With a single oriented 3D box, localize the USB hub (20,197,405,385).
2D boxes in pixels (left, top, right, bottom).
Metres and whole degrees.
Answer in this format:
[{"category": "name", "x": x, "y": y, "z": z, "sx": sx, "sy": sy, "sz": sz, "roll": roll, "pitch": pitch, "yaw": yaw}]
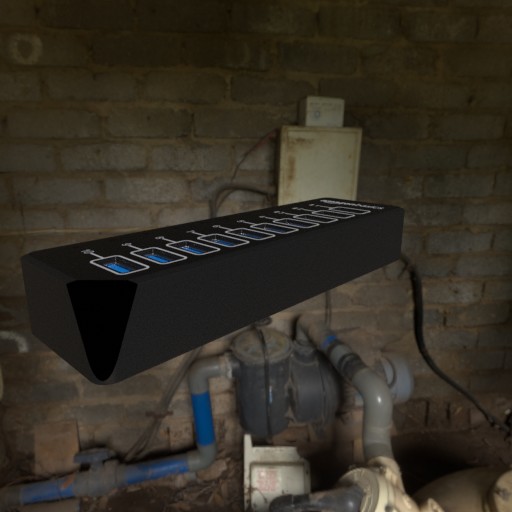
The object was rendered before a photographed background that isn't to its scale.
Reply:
[{"category": "USB hub", "x": 0.000, "y": 0.000, "z": 0.160, "sx": 0.044, "sy": 0.023, "sz": 0.145, "roll": 15, "pitch": 22, "yaw": 42}]
